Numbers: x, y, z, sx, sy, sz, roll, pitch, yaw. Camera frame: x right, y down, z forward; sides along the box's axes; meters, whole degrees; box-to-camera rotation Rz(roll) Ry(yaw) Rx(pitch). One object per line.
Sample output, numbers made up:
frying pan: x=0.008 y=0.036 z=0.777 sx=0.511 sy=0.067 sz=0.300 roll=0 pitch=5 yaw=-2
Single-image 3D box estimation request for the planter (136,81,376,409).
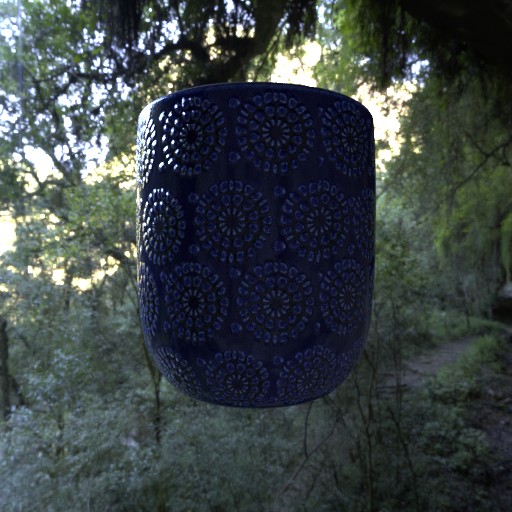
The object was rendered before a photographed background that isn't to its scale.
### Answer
planter: x=0.000 y=0.000 z=0.351 sx=0.184 sy=0.206 sz=0.184 roll=0 pitch=-1 yaw=0
